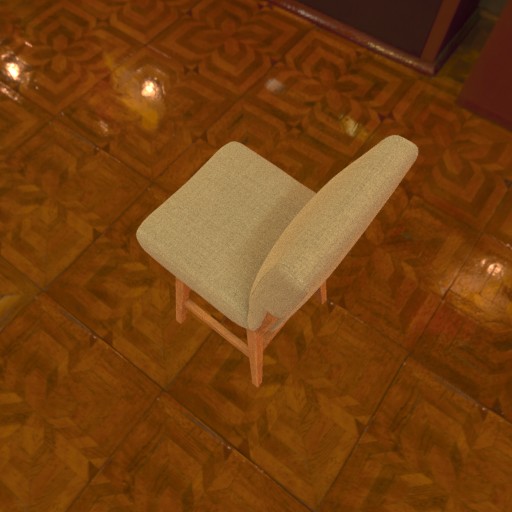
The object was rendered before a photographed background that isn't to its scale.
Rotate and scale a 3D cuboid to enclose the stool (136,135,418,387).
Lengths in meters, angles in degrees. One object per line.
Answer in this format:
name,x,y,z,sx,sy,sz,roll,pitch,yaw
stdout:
stool,0.000,0.000,1.418,0.569,1.106,0.483,36,69,16
